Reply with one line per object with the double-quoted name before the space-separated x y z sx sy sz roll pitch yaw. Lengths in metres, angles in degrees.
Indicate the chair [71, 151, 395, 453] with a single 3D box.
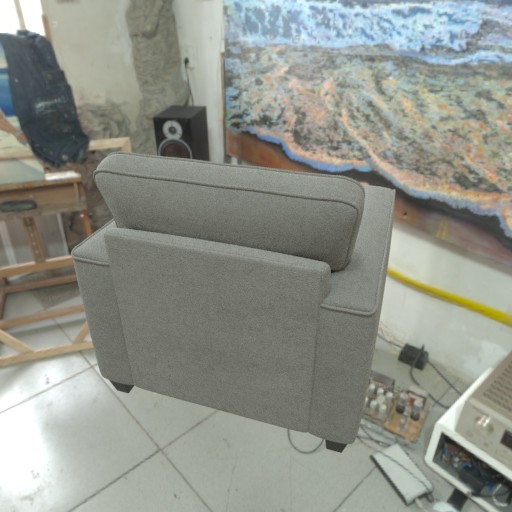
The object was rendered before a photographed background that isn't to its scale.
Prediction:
"chair" 0.000 0.000 1.777 1.015 0.965 0.939 10 32 16
